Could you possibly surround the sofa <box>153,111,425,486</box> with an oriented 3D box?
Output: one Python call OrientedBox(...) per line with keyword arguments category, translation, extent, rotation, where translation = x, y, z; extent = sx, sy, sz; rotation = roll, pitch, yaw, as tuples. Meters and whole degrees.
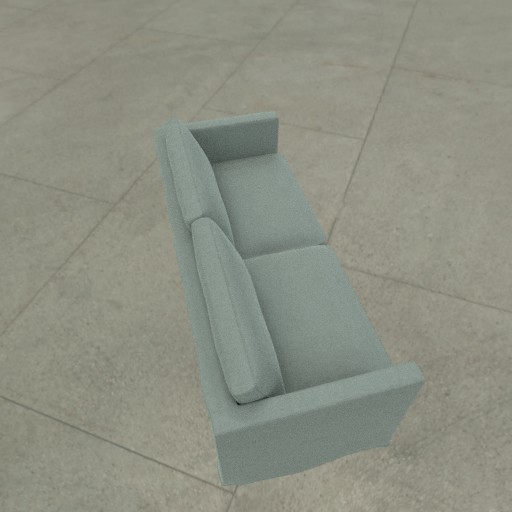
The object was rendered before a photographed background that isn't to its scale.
OrientedBox(category="sofa", translation=(0.000, 0.000, 2.750), extent=(0.962, 0.853, 2.312), rotation=(-11, 49, -10))
